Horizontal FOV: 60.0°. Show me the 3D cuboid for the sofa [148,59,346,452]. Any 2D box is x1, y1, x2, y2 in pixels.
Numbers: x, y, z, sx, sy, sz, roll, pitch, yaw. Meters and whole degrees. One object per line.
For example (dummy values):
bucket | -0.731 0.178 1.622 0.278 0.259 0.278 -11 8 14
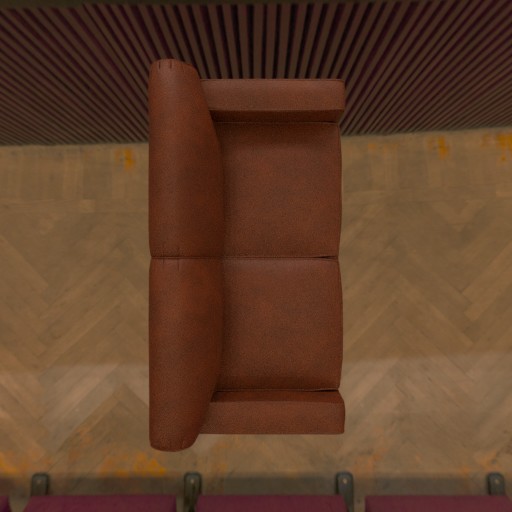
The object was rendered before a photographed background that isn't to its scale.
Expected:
sofa | 0.000 0.000 2.443 1.000 0.966 1.856 0 90 1
